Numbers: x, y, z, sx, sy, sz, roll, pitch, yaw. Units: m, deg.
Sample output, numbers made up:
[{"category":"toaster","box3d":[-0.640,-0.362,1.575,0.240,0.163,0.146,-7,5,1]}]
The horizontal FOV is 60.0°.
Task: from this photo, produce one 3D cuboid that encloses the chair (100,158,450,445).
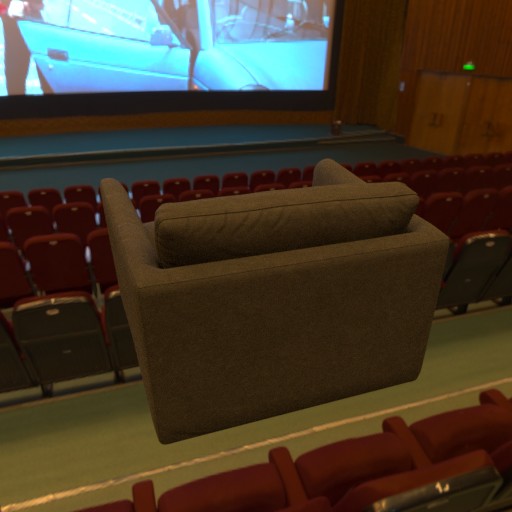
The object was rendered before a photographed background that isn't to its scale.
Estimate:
[{"category":"chair","box3d":[0.000,0.000,1.900,1.190,0.845,1.091,-8,28,-16]}]
